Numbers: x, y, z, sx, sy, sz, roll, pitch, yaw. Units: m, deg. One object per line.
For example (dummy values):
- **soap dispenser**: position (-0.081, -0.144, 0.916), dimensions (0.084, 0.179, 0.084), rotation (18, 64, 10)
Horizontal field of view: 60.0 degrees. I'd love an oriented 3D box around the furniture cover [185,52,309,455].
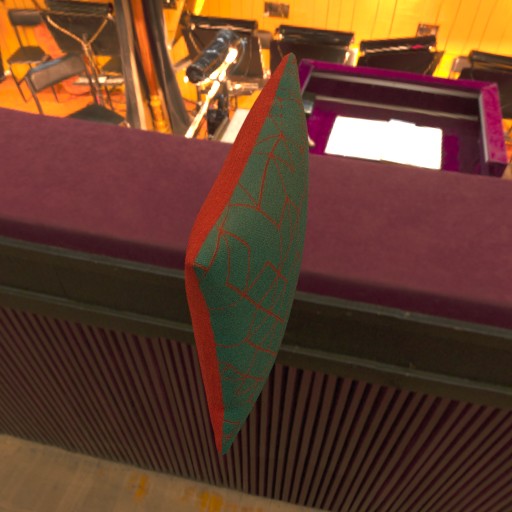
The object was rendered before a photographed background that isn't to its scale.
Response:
- **furniture cover**: position (0.000, 0.000, 0.781), dimensions (0.158, 0.508, 0.517), rotation (10, 48, 9)
